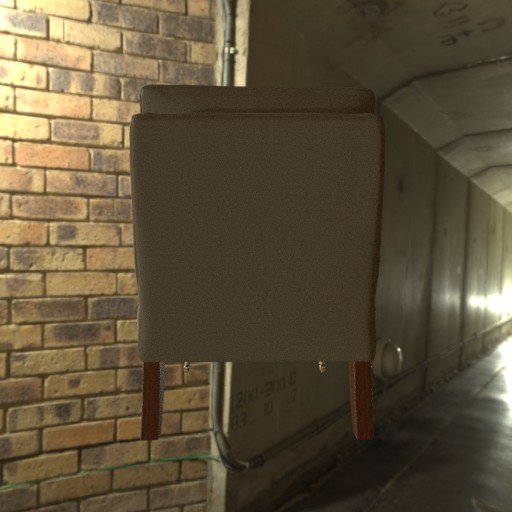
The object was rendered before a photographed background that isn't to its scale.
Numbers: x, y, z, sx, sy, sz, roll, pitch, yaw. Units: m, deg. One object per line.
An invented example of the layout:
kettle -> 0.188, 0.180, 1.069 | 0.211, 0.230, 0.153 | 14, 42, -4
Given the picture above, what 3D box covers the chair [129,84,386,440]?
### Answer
chair -> 0.000, 0.000, 1.634 | 0.724, 1.045, 0.924 | 0, 0, -1
